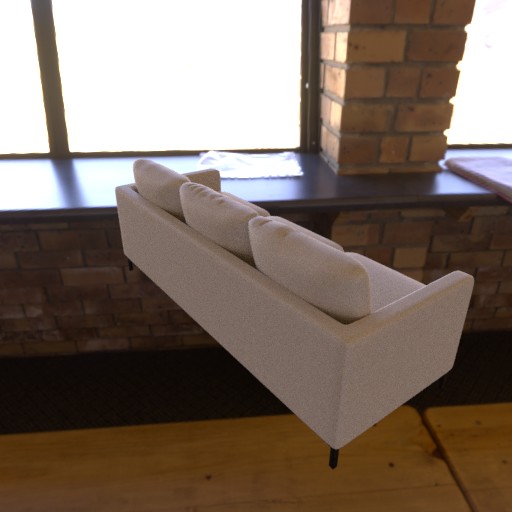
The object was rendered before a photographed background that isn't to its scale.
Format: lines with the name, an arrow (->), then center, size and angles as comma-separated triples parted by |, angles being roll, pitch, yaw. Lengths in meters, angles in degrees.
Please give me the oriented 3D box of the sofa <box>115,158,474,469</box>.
sofa -> 0.000, 0.000, 2.651 | 0.859, 0.874, 2.218 | -18, 32, -32
